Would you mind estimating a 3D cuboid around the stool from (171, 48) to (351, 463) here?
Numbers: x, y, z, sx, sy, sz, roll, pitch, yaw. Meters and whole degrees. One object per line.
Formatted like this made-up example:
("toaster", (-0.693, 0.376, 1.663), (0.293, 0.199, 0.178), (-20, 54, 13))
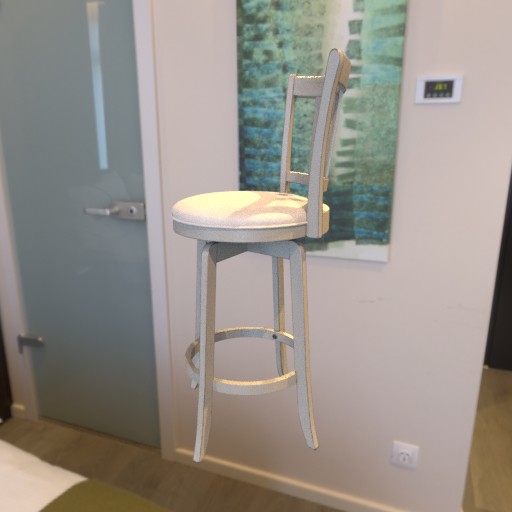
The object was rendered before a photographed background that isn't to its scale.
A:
("stool", (0.000, 0.000, 1.287), (0.475, 1.042, 0.436), (-2, 15, -9))
